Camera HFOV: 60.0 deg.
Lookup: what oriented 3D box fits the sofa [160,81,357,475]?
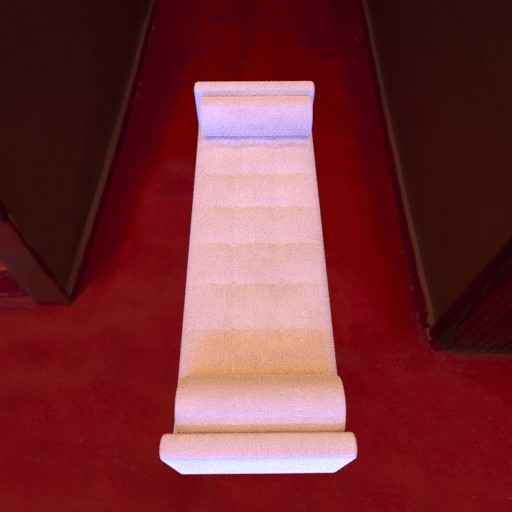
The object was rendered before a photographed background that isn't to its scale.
[{"bbox_3d":[0.000,0.000,2.277,0.686,0.635,1.981,0,59,0],"label":"sofa"}]
